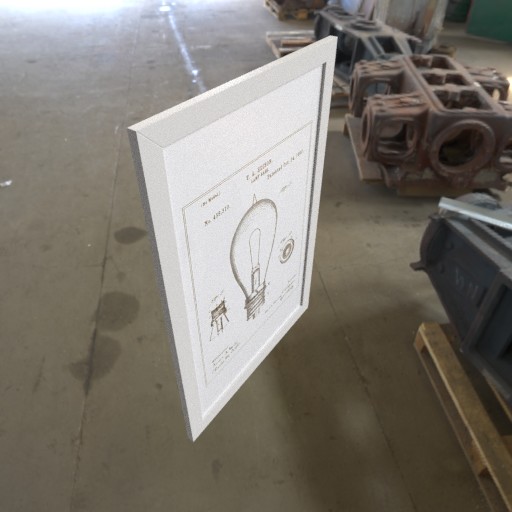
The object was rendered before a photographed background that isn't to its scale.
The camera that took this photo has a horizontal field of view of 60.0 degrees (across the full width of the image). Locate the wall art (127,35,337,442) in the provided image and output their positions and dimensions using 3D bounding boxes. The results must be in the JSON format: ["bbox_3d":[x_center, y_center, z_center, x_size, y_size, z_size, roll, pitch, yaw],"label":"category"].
[{"bbox_3d":[0.000,0.000,0.589,0.010,0.474,0.325,25,46,26],"label":"wall art"}]
